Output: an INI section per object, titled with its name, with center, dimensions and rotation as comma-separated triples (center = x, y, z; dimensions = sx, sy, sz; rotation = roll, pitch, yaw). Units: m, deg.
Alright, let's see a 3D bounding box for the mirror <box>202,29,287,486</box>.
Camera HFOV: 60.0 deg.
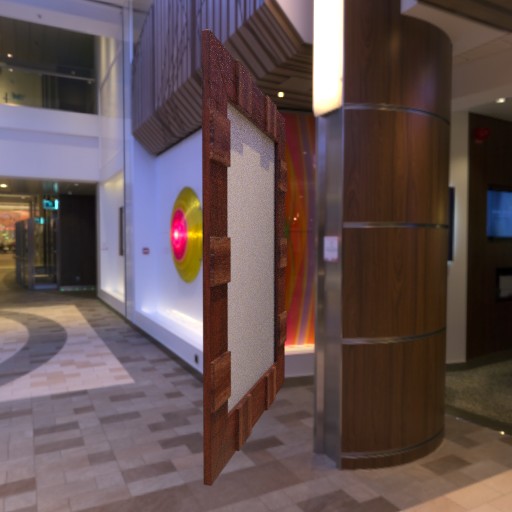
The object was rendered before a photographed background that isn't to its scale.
[mirror]
center = 0.000, 0.000, 1.069
dimensions = 0.021, 0.805, 0.600
rotation = 1, 2, 16
